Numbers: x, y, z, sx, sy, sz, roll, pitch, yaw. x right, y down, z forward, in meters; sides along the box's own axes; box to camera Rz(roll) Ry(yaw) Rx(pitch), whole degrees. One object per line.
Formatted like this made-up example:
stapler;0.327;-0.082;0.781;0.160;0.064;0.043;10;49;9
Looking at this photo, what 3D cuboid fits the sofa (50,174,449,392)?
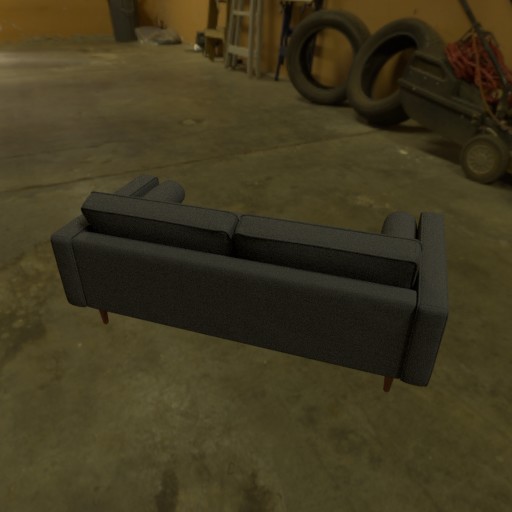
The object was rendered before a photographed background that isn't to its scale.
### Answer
sofa;0.000;0.000;2.406;1.875;0.759;0.914;10;33;16
